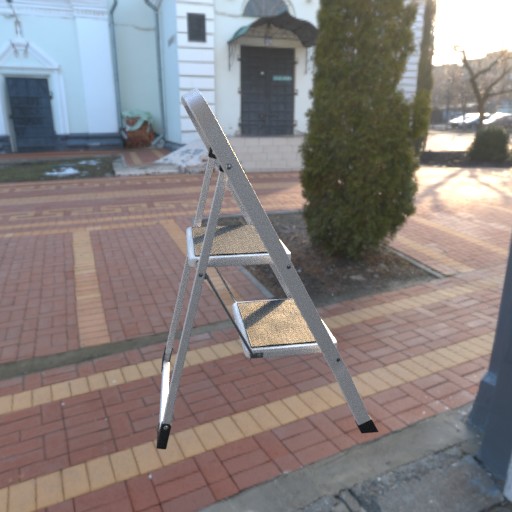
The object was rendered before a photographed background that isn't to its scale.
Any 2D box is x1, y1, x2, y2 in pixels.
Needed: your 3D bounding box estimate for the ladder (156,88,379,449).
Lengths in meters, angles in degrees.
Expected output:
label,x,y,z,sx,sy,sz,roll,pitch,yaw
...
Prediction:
label,x,y,z,sx,sy,sz,roll,pitch,yaw
ladder,0.000,0.000,1.159,0.544,0.810,0.460,-3,18,-9
